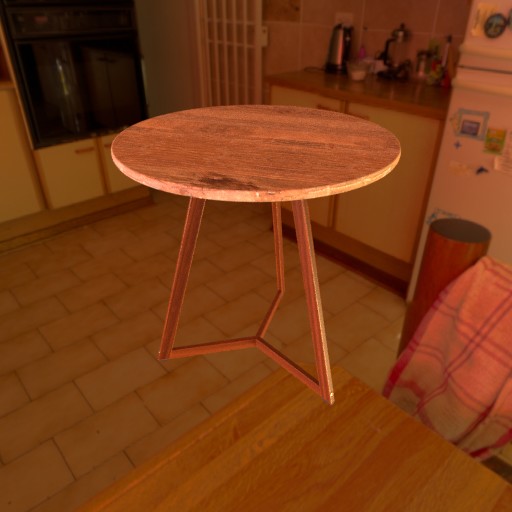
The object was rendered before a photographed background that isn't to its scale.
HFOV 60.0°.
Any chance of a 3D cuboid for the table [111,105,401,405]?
[{"bbox_3d":[0.000,0.000,0.921,0.500,0.500,0.500,0,31,0],"label":"table"}]
